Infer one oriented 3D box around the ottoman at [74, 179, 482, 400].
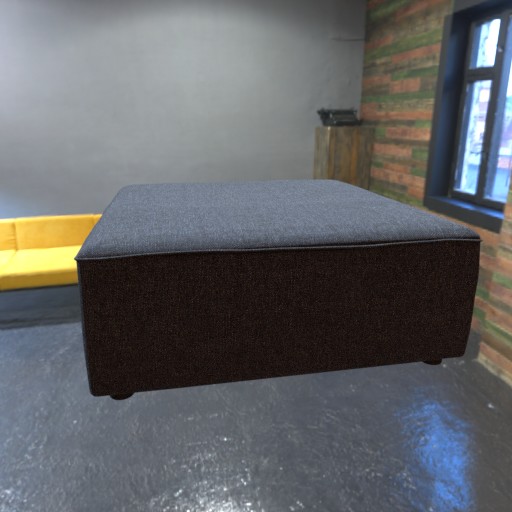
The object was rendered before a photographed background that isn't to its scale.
[{"bbox_3d":[0.000,0.000,1.554,1.023,0.423,1.017,-3,17,-10],"label":"ottoman"}]
